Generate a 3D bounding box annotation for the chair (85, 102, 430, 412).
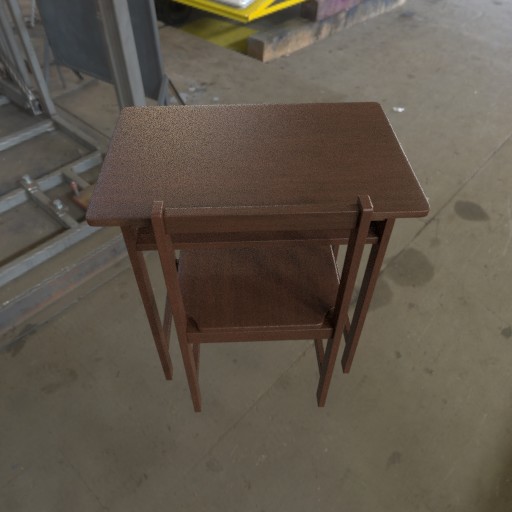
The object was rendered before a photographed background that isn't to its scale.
[{"bbox_3d":[0.000,0.000,1.065,0.599,0.673,0.463,-2,46,-2],"label":"chair"}]
